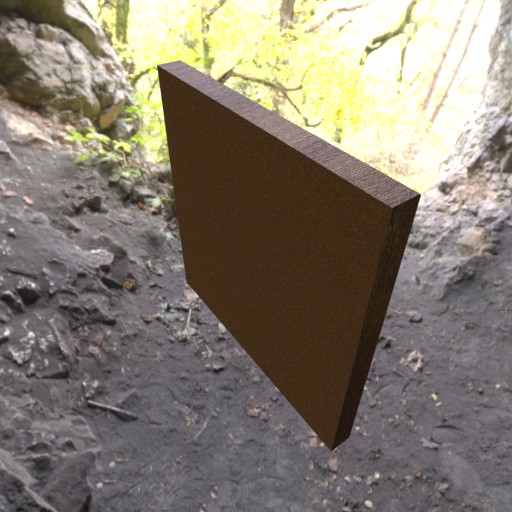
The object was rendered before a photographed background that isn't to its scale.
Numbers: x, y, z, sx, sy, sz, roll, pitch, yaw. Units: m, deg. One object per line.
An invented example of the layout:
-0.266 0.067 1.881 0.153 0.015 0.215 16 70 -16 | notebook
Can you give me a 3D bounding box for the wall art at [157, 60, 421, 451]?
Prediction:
0.000 0.000 0.604 0.039 0.403 0.406 -25 47 -26 | wall art
